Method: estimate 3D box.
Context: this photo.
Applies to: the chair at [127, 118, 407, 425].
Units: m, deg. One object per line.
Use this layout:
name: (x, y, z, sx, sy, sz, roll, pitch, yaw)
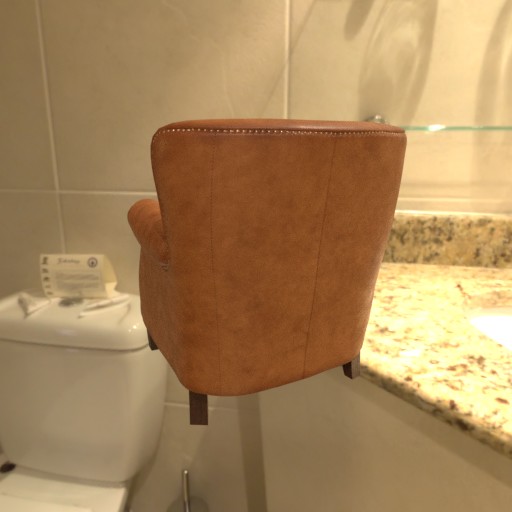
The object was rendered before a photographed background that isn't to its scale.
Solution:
chair: (0.000, 0.000, 1.656, 0.861, 0.936, 0.921, -7, 16, -26)
